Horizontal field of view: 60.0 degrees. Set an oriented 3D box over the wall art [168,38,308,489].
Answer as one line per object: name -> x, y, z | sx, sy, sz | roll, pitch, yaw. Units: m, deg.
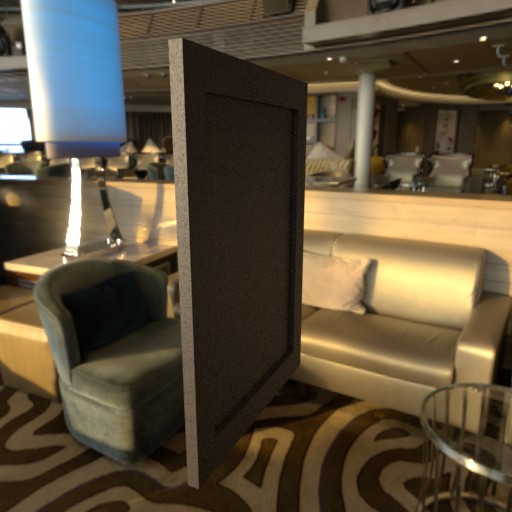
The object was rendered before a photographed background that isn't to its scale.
wall art -> 0.000, 0.000, 0.646 | 0.017, 0.513, 0.359 | 7, 16, 25
